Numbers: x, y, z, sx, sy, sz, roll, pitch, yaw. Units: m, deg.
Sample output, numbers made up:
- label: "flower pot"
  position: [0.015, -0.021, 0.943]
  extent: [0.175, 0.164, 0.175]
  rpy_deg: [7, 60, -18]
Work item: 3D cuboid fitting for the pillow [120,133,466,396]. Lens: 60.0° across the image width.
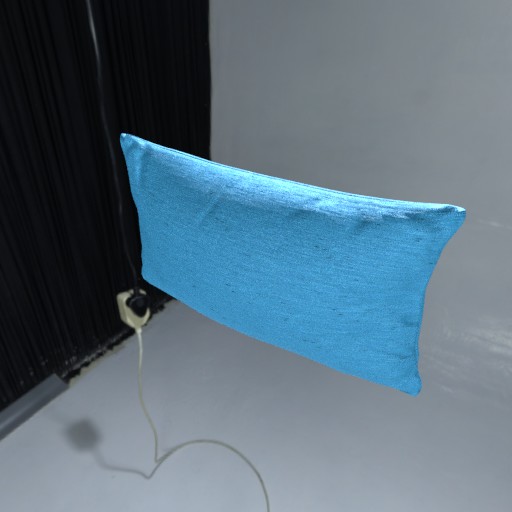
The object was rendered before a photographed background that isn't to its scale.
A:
- label: "pillow"
  position: [0.000, 0.000, 0.785]
  extent: [0.633, 0.338, 0.210]
  rpy_deg: [19, 36, 28]
